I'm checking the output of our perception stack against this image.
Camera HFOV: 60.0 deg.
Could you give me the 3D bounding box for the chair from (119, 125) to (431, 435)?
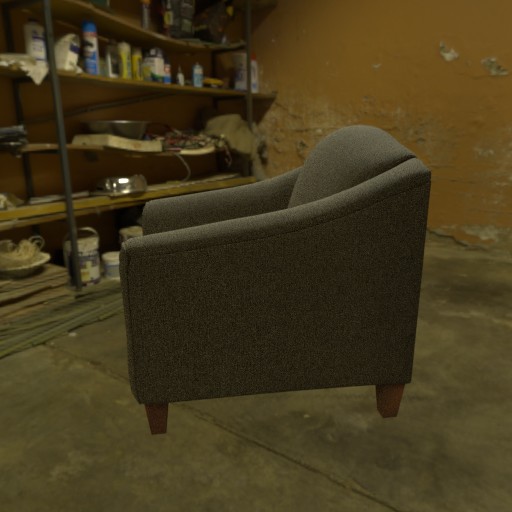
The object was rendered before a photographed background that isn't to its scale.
[{"bbox_3d":[0.000,0.000,1.474,0.787,0.839,0.763,-2,15,-9],"label":"chair"}]
